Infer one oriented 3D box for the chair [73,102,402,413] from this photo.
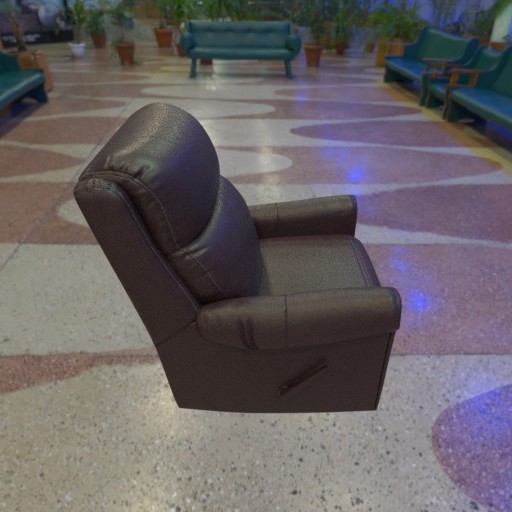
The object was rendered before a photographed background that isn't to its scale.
[{"bbox_3d":[0.000,0.000,1.746,1.014,1.054,0.838,0,33,0],"label":"chair"}]
